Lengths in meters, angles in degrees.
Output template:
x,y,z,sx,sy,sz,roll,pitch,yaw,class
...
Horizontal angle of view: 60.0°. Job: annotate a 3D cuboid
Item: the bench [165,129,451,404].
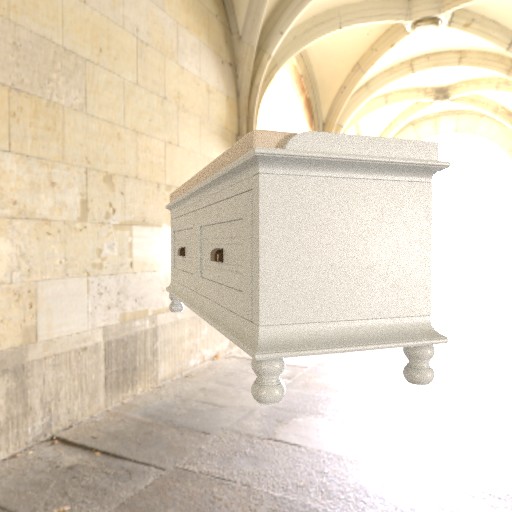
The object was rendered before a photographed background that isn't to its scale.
x,y,z,sx,sy,sz,roll,pitch,yaw,class
0.000,0.000,1.363,0.402,0.486,1.185,-1,2,-19,bench
